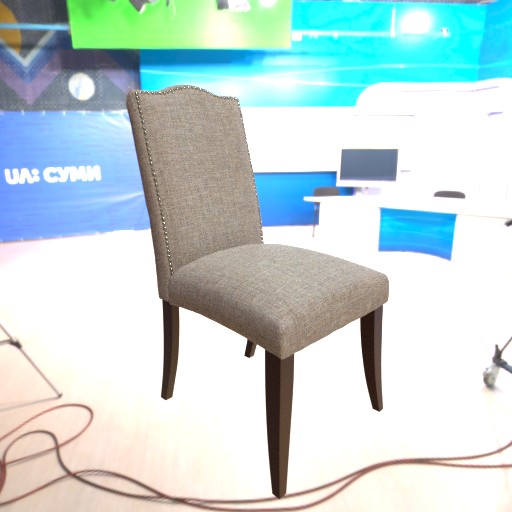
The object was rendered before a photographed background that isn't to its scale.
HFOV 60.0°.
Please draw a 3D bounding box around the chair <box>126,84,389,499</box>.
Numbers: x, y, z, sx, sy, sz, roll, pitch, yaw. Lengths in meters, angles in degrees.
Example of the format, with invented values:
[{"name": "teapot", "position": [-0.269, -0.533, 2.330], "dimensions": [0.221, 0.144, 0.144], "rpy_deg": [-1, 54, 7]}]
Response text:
[{"name": "chair", "position": [0.000, 0.000, 1.349], "dimensions": [0.660, 1.016, 0.513], "rpy_deg": [15, 22, 42]}]
